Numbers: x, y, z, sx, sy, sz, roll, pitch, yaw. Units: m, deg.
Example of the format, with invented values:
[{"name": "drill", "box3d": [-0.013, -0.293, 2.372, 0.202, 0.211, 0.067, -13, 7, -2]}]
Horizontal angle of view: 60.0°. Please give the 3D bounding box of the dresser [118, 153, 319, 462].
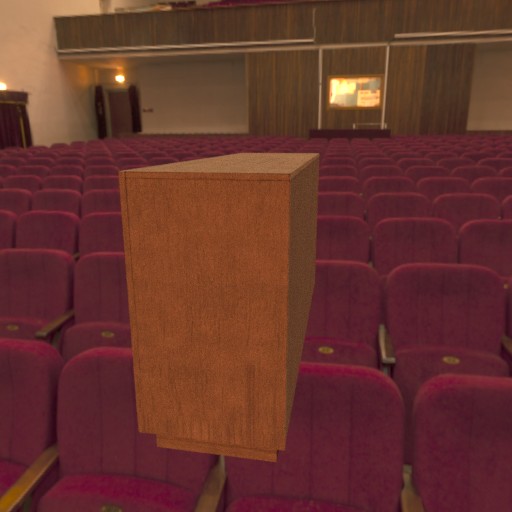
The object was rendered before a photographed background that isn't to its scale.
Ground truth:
[{"name": "dresser", "box3d": [0.000, 0.000, 2.078, 0.483, 0.889, 1.628, 3, 15, 10]}]
